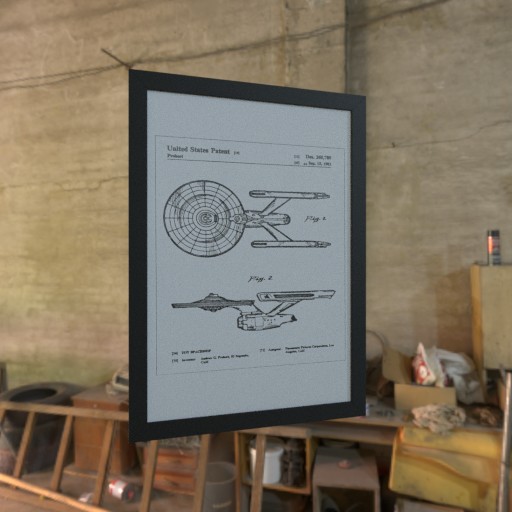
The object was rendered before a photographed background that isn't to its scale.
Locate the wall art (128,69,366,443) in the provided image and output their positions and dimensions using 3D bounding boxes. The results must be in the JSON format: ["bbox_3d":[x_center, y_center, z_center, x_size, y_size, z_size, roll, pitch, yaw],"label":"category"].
[{"bbox_3d":[0.000,0.000,0.685,0.379,0.530,0.008,0,0,-17],"label":"wall art"}]
